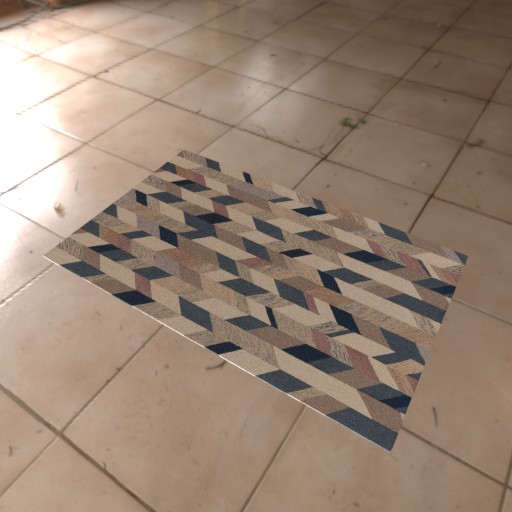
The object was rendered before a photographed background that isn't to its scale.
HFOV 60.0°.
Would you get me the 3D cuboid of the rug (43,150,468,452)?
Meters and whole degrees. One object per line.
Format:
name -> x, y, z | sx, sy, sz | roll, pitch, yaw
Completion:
rug -> 0.000, 0.000, 2.962 | 2.423, 0.008, 1.513 | 24, 51, 22
